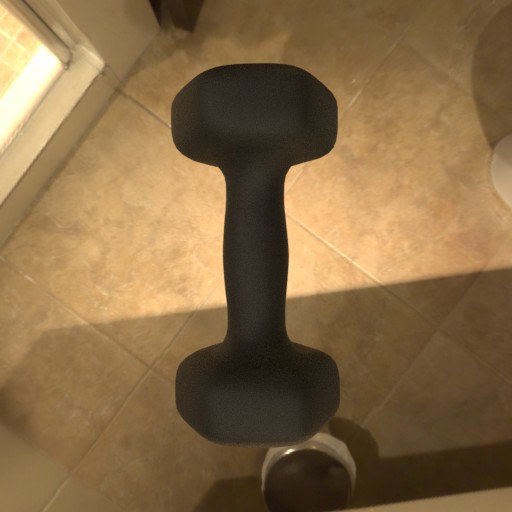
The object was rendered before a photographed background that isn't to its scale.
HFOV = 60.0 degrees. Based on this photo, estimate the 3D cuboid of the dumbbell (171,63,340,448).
[{"bbox_3d":[0.000,0.000,0.295,0.112,0.101,0.231,0,91,0],"label":"dumbbell"}]
